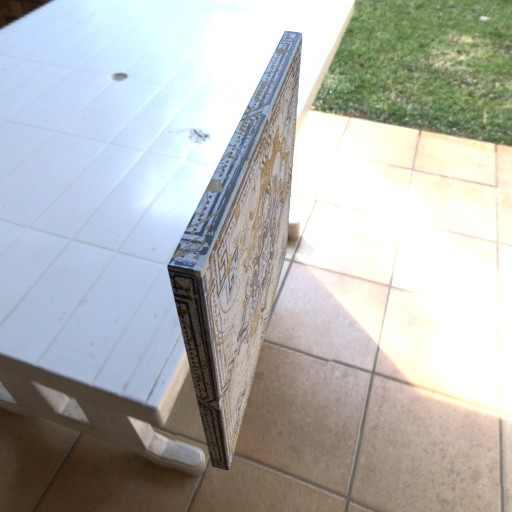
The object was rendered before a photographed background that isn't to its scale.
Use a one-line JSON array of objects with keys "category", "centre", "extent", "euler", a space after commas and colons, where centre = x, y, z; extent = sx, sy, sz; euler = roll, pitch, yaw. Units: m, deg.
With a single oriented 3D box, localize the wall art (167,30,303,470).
[{"category": "wall art", "centre": [0.000, 0.000, 0.857], "extent": [0.036, 0.607, 0.609], "euler": [10, 48, 9]}]
